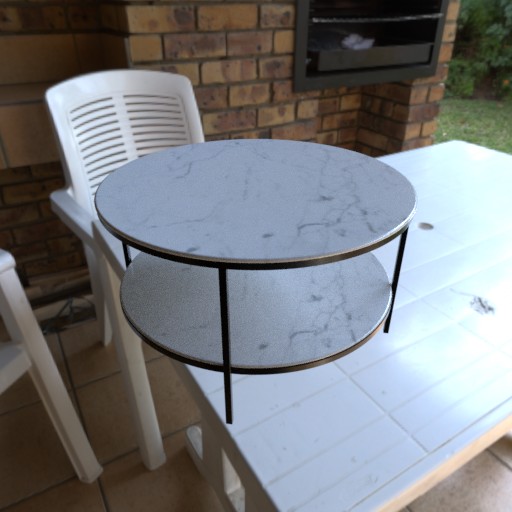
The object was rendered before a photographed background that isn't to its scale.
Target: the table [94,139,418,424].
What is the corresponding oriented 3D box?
[{"bbox_3d":[0.000,0.000,1.260,0.800,0.450,0.800,0,30,0],"label":"table"}]
